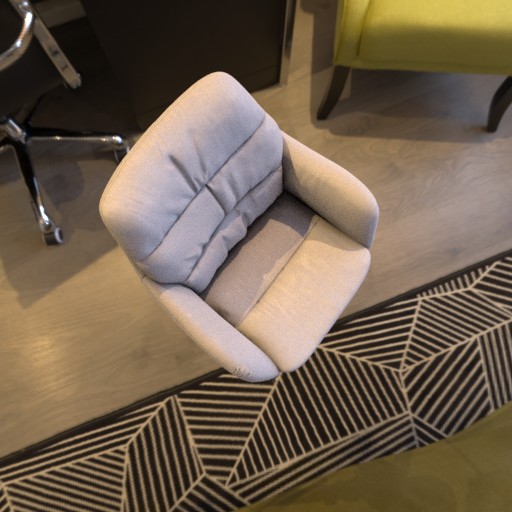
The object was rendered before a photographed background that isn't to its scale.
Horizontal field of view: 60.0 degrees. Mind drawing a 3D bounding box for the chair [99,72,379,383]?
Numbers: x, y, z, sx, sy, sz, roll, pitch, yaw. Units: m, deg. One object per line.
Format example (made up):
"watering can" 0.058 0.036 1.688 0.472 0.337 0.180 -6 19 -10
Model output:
"chair" 0.000 0.000 1.250 0.569 0.888 0.579 36 79 9
